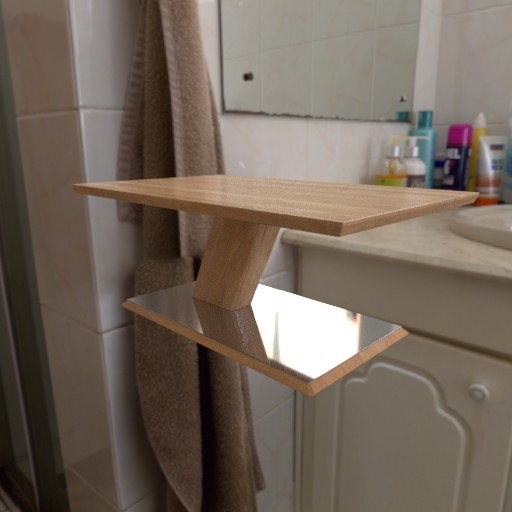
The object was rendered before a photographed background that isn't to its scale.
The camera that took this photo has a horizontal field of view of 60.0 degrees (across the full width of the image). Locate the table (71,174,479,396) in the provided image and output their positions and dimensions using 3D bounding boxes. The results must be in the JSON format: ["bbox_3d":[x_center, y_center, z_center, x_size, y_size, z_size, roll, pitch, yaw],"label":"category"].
[{"bbox_3d":[0.000,0.000,1.445,1.100,0.441,0.692,13,19,43],"label":"table"}]
